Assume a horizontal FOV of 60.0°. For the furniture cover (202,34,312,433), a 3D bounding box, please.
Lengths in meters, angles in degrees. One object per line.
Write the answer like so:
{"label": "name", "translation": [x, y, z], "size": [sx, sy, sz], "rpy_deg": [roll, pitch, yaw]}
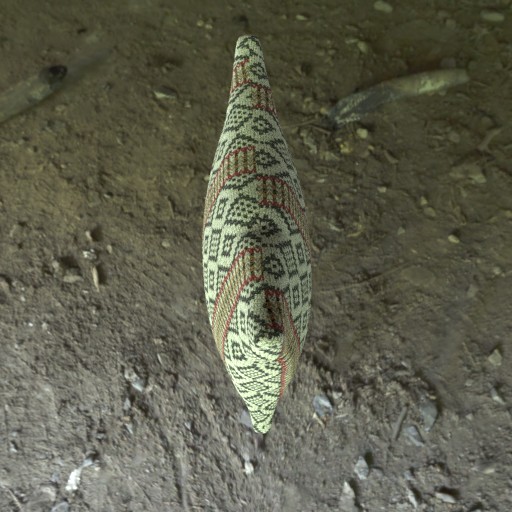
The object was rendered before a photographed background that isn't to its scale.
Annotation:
{"label": "furniture cover", "translation": [0.000, 0.000, 0.772], "size": [0.182, 0.506, 0.503], "rpy_deg": [-2, 59, -1]}
